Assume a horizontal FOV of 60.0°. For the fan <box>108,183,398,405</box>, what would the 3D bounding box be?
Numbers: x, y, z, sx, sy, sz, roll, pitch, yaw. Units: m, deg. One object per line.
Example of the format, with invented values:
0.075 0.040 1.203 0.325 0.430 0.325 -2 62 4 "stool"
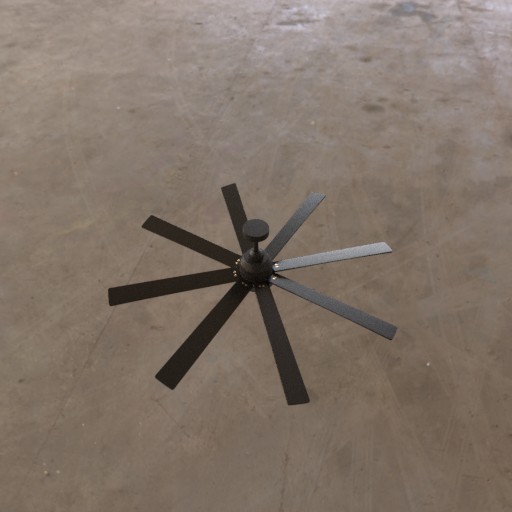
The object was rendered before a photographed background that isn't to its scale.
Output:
0.000 0.000 2.722 1.830 0.472 1.830 24 51 21 "fan"
